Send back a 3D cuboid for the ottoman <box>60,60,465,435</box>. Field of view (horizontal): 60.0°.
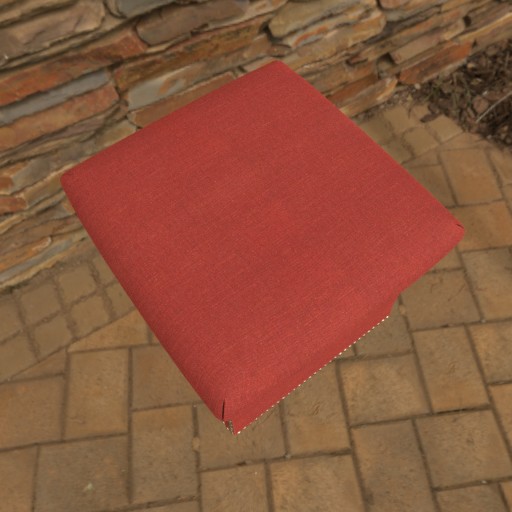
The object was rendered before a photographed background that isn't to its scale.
[{"bbox_3d":[0.000,0.000,0.901,0.497,0.475,0.507,-33,68,-15],"label":"ottoman"}]
